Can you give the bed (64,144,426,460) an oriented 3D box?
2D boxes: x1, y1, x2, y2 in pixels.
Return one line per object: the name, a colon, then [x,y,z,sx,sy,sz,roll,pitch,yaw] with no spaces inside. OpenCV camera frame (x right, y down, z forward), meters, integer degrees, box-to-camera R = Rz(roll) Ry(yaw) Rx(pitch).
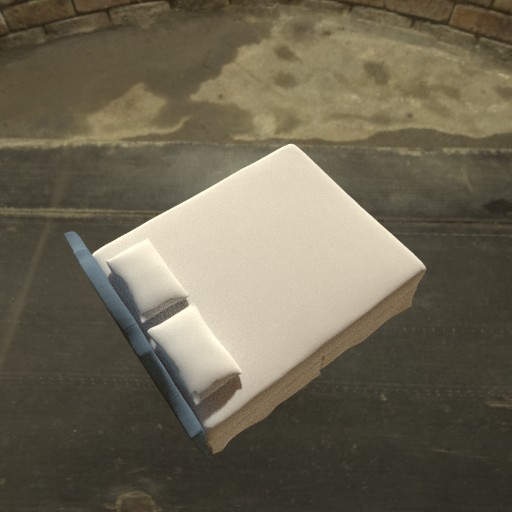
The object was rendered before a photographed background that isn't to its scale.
bed: [0.000,0.000,3.822,2.477,1.617,2.039,-32,64,-18]
